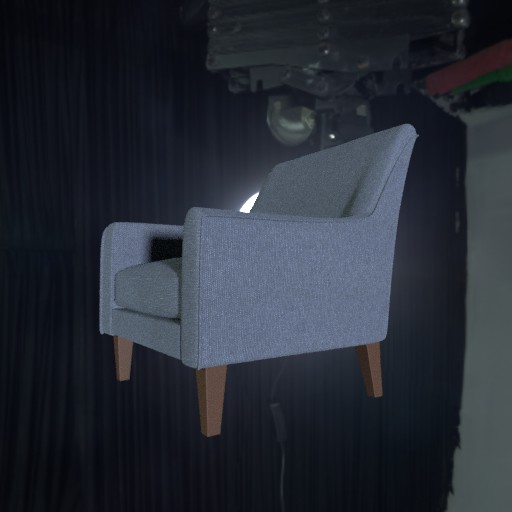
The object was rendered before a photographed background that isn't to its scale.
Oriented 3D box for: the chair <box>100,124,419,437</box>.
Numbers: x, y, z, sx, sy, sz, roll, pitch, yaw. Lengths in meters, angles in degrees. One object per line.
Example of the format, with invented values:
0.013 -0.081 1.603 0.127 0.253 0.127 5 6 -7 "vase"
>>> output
0.000 0.000 1.614 0.899 0.919 0.780 1 -2 -35 "chair"
